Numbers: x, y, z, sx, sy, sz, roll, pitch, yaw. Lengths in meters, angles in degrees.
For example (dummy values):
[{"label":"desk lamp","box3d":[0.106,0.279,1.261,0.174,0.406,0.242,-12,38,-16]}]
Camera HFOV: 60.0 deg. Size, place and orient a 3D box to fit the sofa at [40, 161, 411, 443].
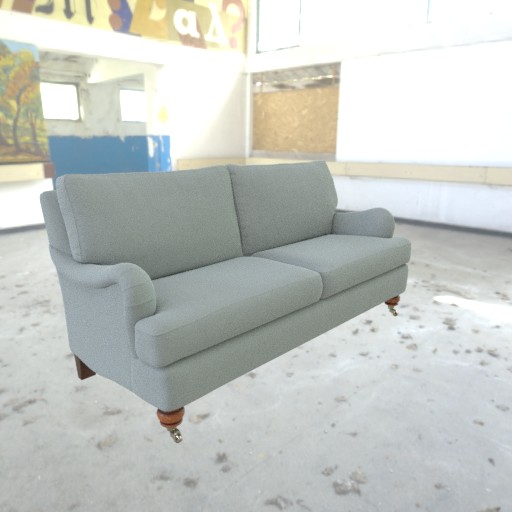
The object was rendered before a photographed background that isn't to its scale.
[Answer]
[{"label":"sofa","box3d":[0.000,0.000,2.751,1.069,1.096,2.193,14,21,42]}]
